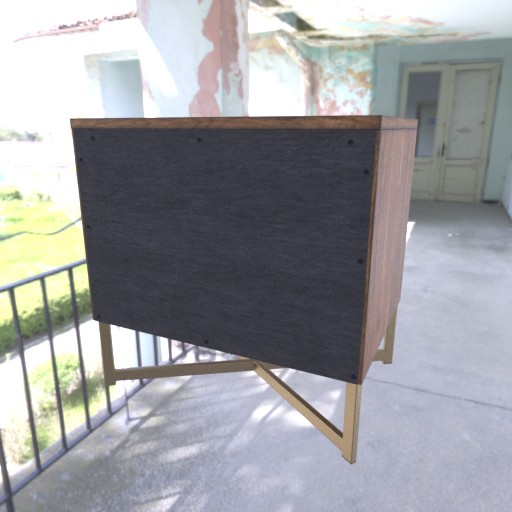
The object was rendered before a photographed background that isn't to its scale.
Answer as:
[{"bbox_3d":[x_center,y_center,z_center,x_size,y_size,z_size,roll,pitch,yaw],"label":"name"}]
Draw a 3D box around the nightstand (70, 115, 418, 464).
[{"bbox_3d":[0.000,0.000,1.032,0.610,0.610,0.446,8,18,25],"label":"nightstand"}]
